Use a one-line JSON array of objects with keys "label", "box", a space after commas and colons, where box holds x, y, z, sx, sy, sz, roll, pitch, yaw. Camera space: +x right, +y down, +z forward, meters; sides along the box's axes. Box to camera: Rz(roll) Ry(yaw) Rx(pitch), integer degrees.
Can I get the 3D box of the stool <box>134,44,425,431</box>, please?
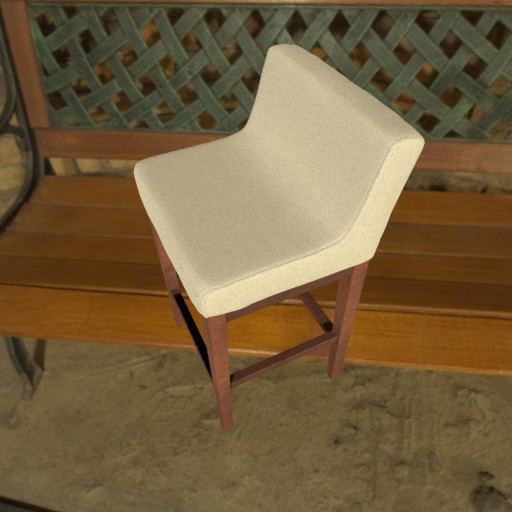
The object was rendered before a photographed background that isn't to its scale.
[{"label": "stool", "box": [0.000, 0.000, 1.247, 0.500, 0.937, 0.511, -20, 49, -18]}]
